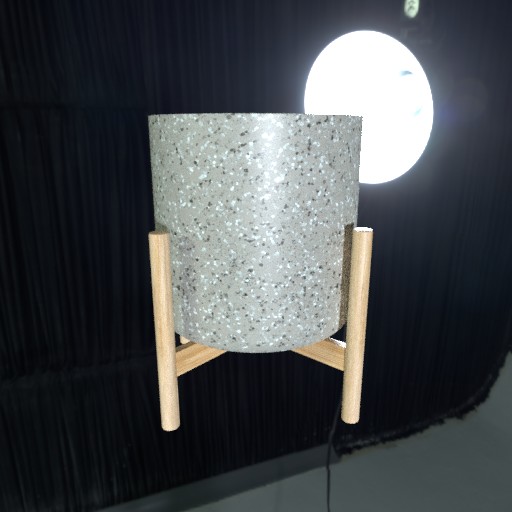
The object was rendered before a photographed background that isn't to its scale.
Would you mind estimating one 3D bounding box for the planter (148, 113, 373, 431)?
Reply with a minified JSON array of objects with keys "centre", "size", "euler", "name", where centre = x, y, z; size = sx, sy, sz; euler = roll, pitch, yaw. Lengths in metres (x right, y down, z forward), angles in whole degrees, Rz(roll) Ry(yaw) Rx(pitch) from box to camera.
[{"centre":[0.000,0.000,0.698],"size":[0.360,0.419,0.360],"euler":[-8,18,-25],"name":"planter"}]
